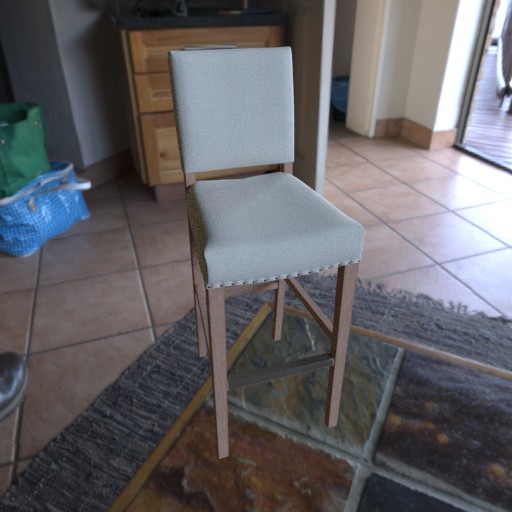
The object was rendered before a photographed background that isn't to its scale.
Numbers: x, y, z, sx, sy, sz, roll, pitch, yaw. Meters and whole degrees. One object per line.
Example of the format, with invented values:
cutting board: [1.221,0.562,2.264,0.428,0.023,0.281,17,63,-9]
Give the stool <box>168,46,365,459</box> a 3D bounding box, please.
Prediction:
stool: [0.000,0.000,1.396,0.428,1.143,0.546,-9,32,-15]
